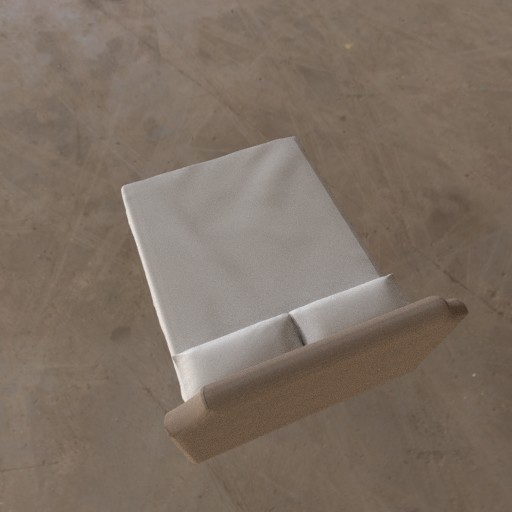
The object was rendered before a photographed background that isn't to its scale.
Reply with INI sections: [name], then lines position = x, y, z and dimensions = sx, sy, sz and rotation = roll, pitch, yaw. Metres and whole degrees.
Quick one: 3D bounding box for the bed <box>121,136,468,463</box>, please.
[bed]
position = 0.000, 0.000, 3.270
dimensions = 1.828, 1.303, 2.164
rotation = -19, 60, -11
